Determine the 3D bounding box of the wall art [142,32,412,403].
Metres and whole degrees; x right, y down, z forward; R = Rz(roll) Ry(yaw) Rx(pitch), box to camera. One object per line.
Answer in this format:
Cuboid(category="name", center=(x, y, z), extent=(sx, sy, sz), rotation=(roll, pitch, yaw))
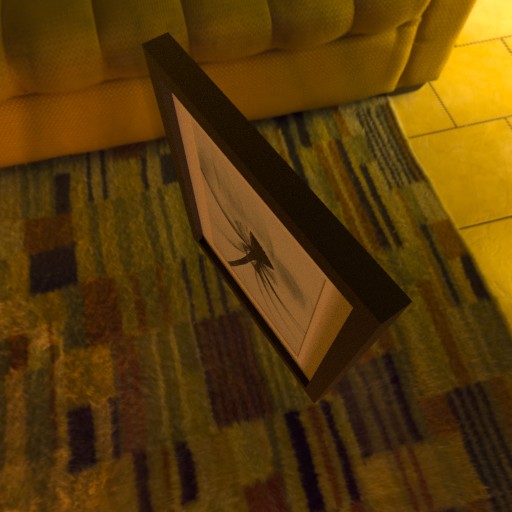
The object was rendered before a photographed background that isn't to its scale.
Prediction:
Cuboid(category="wall art", center=(0.000, 0.000, 0.528), extent=(0.029, 0.381, 0.330), rotation=(-32, 68, -15))
